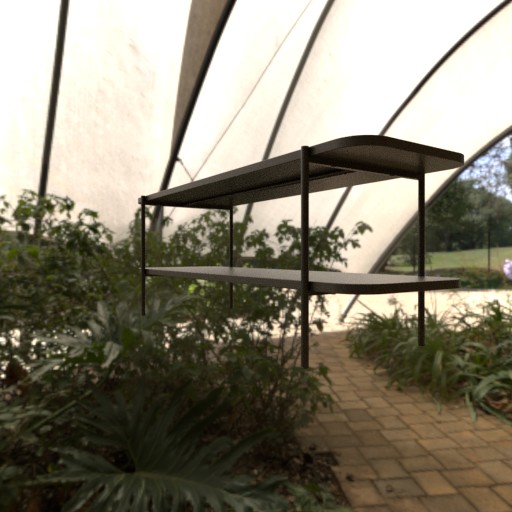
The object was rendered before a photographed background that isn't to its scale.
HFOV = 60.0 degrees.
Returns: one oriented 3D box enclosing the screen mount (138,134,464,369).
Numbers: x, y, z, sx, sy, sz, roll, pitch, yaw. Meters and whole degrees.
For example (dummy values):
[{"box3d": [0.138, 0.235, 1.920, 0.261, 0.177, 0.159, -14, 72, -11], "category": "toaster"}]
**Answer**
[{"box3d": [0.000, 0.000, 1.378, 0.400, 0.447, 1.200, 0, 0, -34], "category": "screen mount"}]
